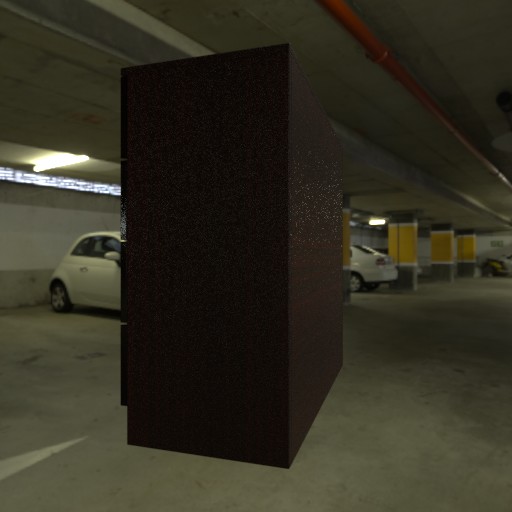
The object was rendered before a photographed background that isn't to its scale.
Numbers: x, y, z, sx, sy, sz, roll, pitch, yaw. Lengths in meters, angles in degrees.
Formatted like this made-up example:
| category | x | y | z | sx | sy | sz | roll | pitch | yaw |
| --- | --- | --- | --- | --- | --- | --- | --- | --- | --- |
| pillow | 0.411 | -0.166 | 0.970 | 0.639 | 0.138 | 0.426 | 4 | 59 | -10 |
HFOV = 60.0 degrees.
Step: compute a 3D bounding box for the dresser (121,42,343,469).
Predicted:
| category | x | y | z | sx | sy | sz | roll | pitch | yaw |
| --- | --- | --- | --- | --- | --- | --- | --- | --- | --- |
| dresser | 0.000 | 0.000 | 1.159 | 0.360 | 0.720 | 0.750 | 0 | 0 | 18 |
